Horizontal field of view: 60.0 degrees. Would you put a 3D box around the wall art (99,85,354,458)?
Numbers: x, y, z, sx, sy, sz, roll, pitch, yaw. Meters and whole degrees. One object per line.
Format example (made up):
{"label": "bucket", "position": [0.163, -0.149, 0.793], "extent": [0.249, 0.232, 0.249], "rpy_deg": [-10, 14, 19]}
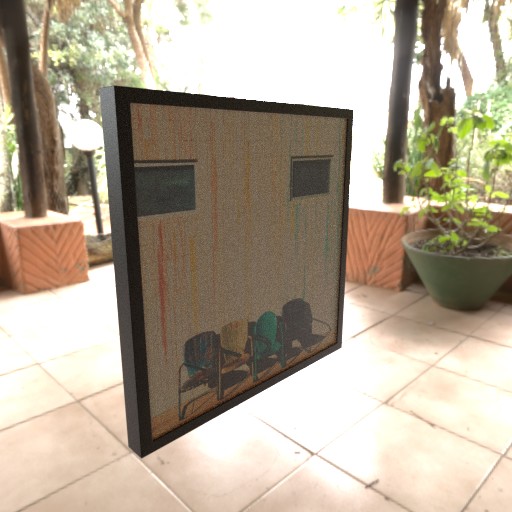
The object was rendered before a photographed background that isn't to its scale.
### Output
{"label": "wall art", "position": [0.000, 0.000, 0.764], "extent": [0.037, 0.506, 0.506], "rpy_deg": [14, 20, 43]}
